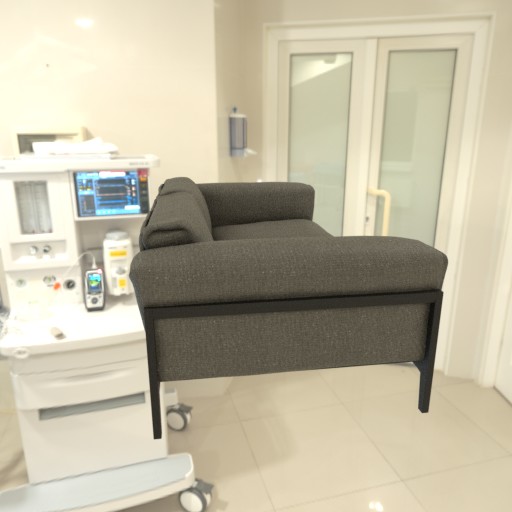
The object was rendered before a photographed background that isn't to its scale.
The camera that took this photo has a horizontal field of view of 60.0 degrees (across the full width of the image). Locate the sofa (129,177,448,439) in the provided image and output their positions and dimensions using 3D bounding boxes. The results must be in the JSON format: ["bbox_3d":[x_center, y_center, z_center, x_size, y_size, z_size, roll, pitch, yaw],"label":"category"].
[{"bbox_3d":[0.000,0.000,2.122,0.960,0.656,1.690,-2,16,-8],"label":"sofa"}]
